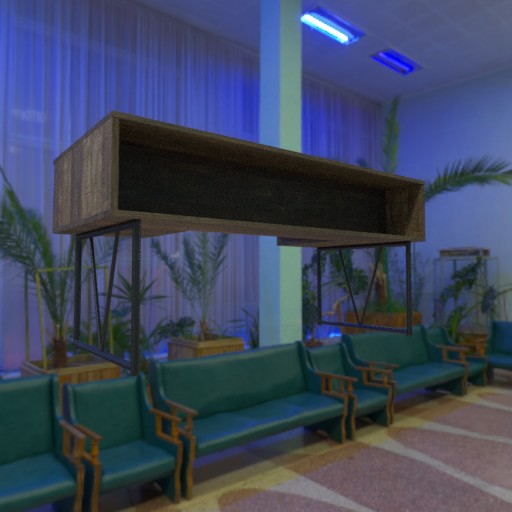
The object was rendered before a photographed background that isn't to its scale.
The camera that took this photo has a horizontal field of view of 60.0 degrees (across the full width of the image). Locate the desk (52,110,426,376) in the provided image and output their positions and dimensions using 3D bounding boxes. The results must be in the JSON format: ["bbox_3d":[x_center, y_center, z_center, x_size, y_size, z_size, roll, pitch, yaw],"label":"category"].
[{"bbox_3d":[0.000,0.000,2.042,1.600,0.780,0.730,2,-3,-37],"label":"desk"}]
